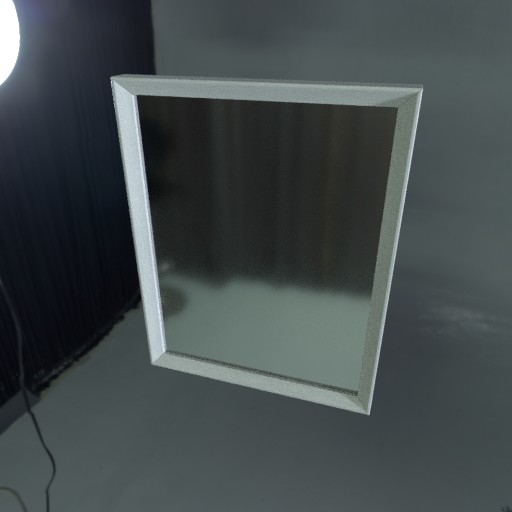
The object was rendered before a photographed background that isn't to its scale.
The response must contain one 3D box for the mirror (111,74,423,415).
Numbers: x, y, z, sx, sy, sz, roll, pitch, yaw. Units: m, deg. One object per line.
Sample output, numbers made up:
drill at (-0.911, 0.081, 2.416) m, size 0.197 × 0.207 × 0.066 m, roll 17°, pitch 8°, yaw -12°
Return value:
mirror at (0.000, 0.000, 0.686) m, size 0.406 × 0.509 × 0.041 m, roll 8°, pitch 29°, yaw 16°
